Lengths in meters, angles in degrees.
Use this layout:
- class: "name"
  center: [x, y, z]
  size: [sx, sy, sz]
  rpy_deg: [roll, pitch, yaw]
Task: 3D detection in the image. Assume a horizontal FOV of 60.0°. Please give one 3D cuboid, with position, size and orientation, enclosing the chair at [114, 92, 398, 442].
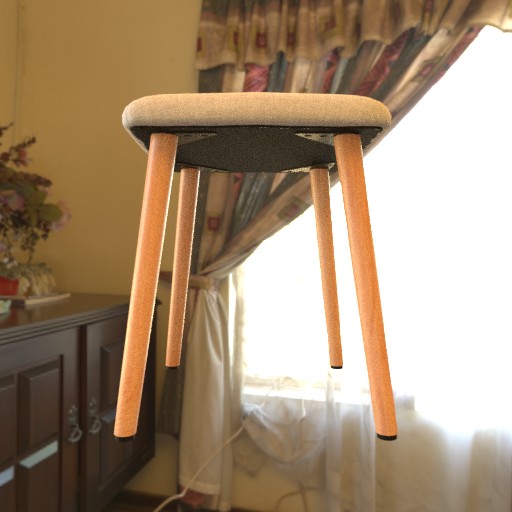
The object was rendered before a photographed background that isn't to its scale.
- class: "chair"
  center: [0.000, 0.000, 0.700]
  size: [0.350, 0.440, 0.350]
  rpy_deg: [0, 1, -1]
